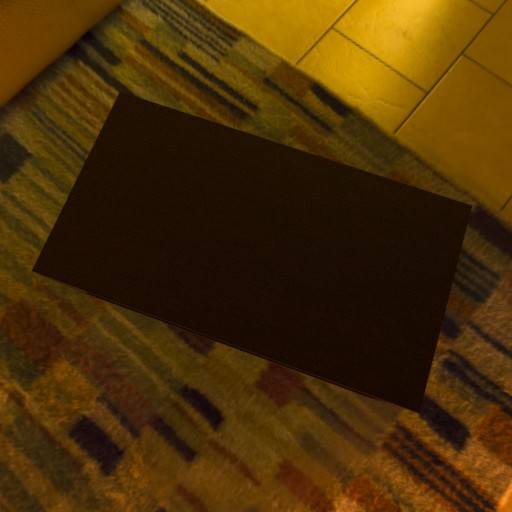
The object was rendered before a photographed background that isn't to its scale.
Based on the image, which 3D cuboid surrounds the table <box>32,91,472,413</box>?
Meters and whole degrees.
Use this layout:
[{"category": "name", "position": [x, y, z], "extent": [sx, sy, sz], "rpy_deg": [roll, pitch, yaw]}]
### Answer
[{"category": "table", "position": [0.000, 0.000, 1.449], "extent": [1.099, 0.424, 0.597], "rpy_deg": [19, 77, 5]}]
